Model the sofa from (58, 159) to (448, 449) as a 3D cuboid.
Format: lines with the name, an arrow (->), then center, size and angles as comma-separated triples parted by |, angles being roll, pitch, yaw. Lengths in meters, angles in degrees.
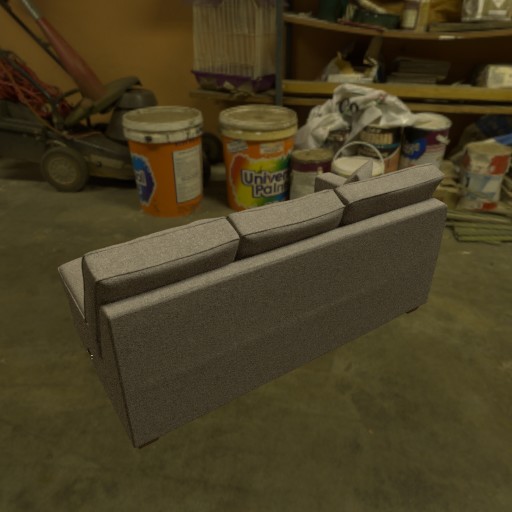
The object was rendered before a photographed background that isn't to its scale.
sofa -> 0.000, 0.000, 2.512 | 1.963, 0.946, 1.034 | -18, 34, -29
